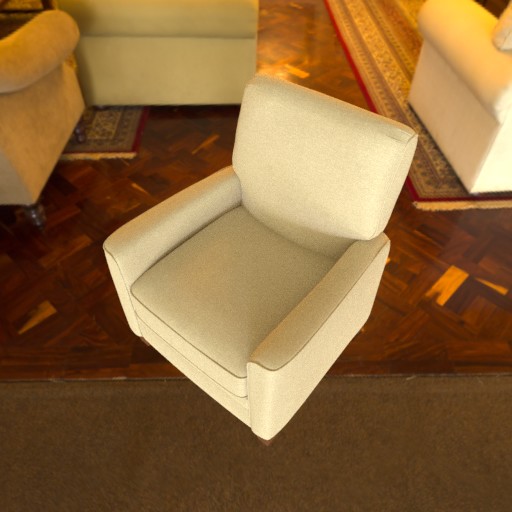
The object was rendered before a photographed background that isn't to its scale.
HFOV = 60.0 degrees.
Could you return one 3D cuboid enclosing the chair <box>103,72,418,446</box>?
[{"bbox_3d":[0.000,0.000,1.703,0.841,1.023,0.858,31,54,26],"label":"chair"}]
